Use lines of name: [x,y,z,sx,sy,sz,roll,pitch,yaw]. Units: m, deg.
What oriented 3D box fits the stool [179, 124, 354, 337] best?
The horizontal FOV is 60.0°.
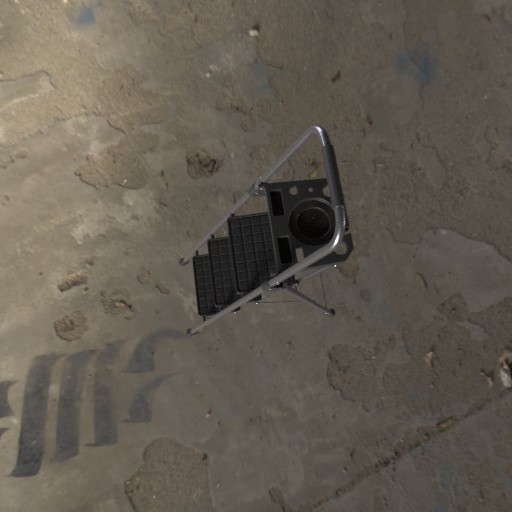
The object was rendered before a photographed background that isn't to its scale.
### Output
stool: [0.000,0.000,1.580,0.733,1.277,0.396,-8,76,-2]
